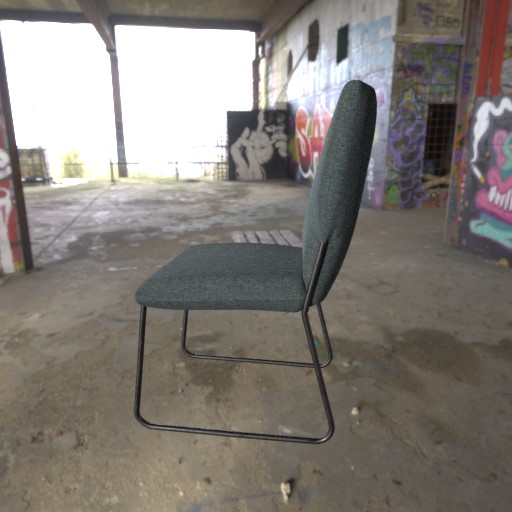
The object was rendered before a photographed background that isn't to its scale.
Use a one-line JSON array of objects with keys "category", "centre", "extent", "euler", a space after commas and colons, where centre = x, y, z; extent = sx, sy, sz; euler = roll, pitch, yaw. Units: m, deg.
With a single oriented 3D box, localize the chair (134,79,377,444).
[{"category": "chair", "centre": [0.000, 0.000, 1.312], "extent": [0.635, 0.931, 0.480], "euler": [2, 15, 9]}]
